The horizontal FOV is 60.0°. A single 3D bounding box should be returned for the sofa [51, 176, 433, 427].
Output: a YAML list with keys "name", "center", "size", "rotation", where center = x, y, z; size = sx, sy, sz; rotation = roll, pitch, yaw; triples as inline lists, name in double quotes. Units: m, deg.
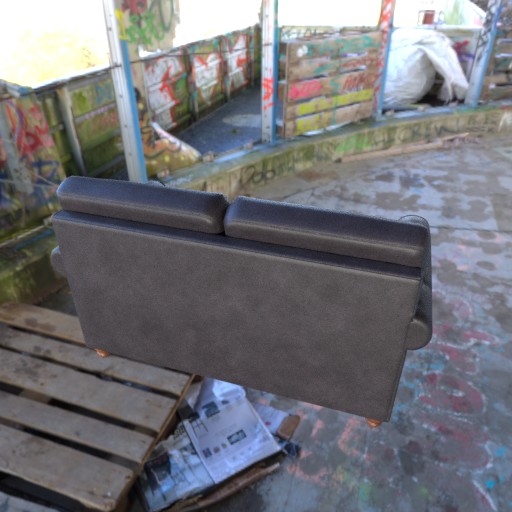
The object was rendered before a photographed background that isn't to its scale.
- name: "sofa"
  center: [0.000, 0.000, 2.277]
  size: [1.663, 0.979, 1.030]
  rotation: [10, 34, 15]
